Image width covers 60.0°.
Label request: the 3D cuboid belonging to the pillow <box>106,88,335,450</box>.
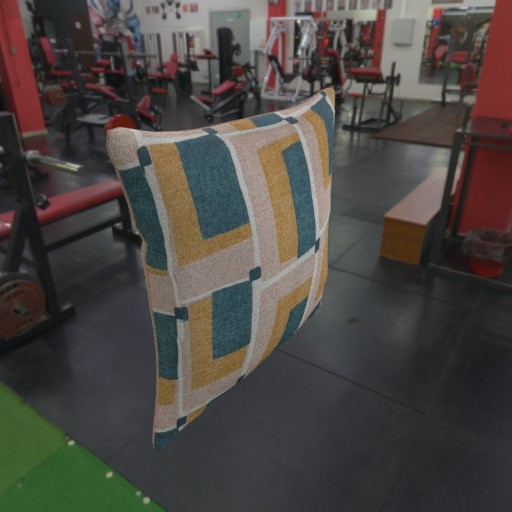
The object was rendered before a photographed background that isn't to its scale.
[{"bbox_3d":[0.000,0.000,0.727,0.158,0.479,0.478,20,33,33],"label":"pillow"}]
